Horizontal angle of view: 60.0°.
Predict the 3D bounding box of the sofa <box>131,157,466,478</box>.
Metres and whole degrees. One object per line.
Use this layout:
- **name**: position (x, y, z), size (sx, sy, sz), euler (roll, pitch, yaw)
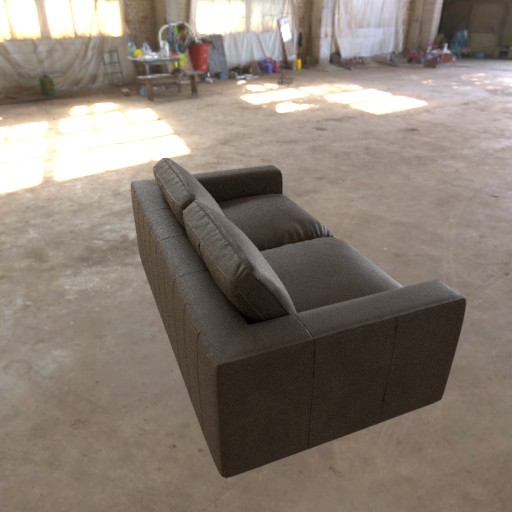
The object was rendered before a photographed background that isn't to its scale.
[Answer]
- **sofa**: position (0.000, 0.000, 2.409), size (1.070, 0.800, 1.920), euler (-11, 30, -19)
